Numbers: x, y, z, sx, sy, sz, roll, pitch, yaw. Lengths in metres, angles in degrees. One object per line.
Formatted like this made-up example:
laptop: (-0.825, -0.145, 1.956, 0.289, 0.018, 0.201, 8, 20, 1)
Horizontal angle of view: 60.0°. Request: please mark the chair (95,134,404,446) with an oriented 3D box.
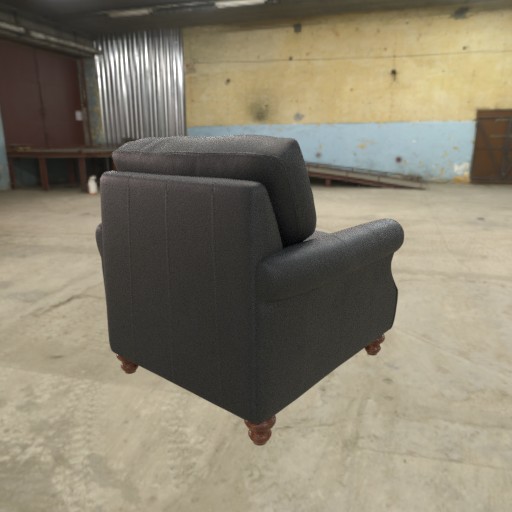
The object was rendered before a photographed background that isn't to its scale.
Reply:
chair: (0.000, 0.000, 1.833, 1.015, 0.960, 1.027, 14, 20, 43)
